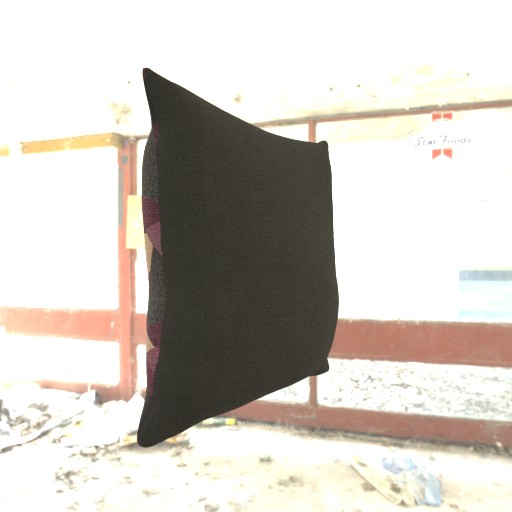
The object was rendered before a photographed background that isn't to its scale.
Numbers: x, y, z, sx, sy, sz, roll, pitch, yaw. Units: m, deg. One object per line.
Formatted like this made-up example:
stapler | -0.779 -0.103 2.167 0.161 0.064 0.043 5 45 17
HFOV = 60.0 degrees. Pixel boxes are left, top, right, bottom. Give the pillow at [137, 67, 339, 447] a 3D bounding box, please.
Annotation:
pillow | 0.000 0.000 0.766 0.208 0.496 0.503 0 -1 37
